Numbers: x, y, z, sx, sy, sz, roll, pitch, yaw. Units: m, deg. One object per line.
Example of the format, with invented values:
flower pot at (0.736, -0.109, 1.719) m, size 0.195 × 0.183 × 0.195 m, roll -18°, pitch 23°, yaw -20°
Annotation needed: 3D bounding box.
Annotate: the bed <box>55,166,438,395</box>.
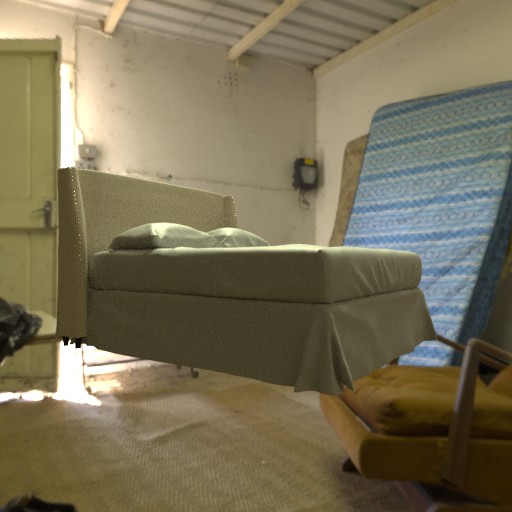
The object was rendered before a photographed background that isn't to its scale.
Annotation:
bed at (0.000, 0.000, 3.369) m, size 2.276 × 1.332 × 1.925 m, roll 0°, pitch 0°, yaw 36°
